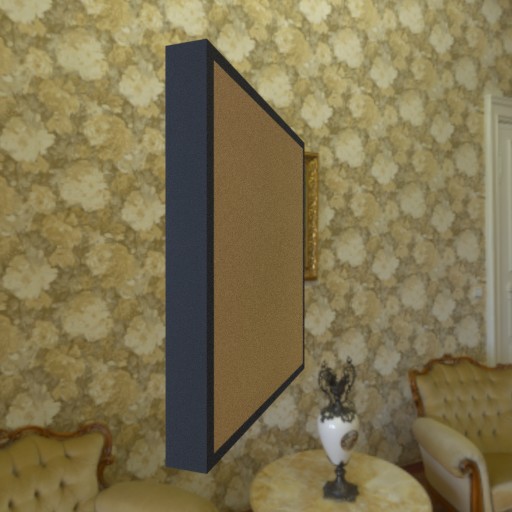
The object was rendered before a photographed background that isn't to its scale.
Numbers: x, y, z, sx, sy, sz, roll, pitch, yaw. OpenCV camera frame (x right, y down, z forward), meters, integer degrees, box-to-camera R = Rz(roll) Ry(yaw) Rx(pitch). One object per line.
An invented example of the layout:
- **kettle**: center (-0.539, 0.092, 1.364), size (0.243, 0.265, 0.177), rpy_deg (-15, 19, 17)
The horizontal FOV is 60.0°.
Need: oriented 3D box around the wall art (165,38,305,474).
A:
- **wall art**: center (0.000, 0.000, 0.459), size (0.033, 0.304, 0.305), rpy_deg (0, 0, 19)
